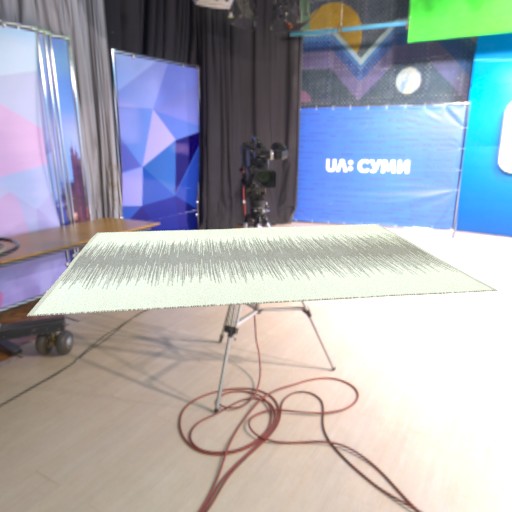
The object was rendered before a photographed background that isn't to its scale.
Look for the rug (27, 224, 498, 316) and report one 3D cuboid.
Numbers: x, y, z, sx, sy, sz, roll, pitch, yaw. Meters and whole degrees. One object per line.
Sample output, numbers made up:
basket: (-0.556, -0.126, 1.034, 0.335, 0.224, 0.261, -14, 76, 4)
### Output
rug: (0.000, 0.000, 2.255, 1.815, 0.007, 1.226, -2, 17, -7)
